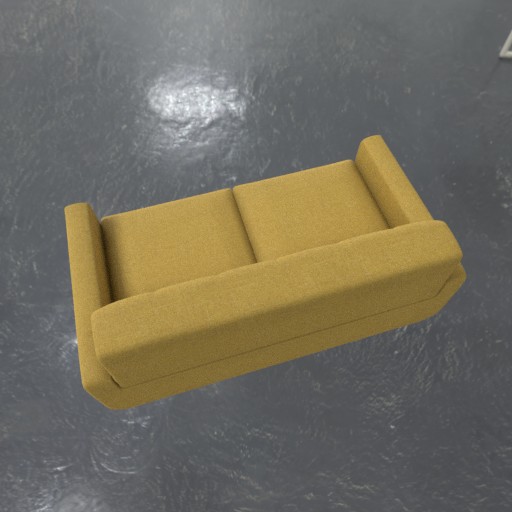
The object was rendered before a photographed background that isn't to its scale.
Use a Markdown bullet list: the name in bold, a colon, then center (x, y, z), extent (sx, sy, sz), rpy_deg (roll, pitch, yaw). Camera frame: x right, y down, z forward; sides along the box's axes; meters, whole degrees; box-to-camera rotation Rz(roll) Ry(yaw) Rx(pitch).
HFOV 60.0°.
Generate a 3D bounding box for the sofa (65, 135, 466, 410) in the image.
- **sofa**: center (0.000, 0.000, 2.114), extent (1.631, 0.841, 0.909), rpy_deg (-15, 60, -8)
